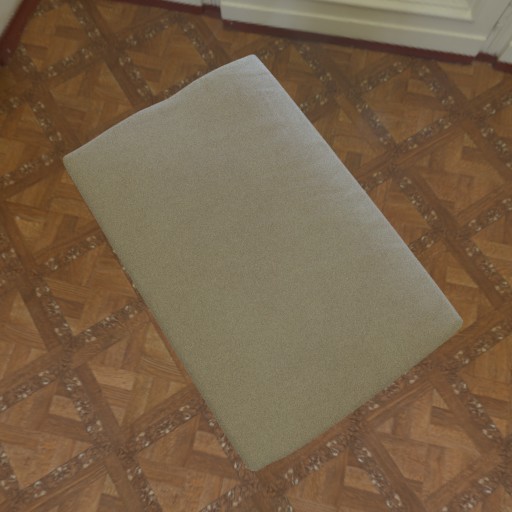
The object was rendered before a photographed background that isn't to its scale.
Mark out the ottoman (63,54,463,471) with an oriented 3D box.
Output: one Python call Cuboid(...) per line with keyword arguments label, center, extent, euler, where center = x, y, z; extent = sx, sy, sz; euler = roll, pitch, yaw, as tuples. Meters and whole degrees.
Cuboid(label="ottoman", center=(0.000, 0.000, 1.172), extent=(0.590, 0.444, 0.872), euler=(-33, 77, -8))
